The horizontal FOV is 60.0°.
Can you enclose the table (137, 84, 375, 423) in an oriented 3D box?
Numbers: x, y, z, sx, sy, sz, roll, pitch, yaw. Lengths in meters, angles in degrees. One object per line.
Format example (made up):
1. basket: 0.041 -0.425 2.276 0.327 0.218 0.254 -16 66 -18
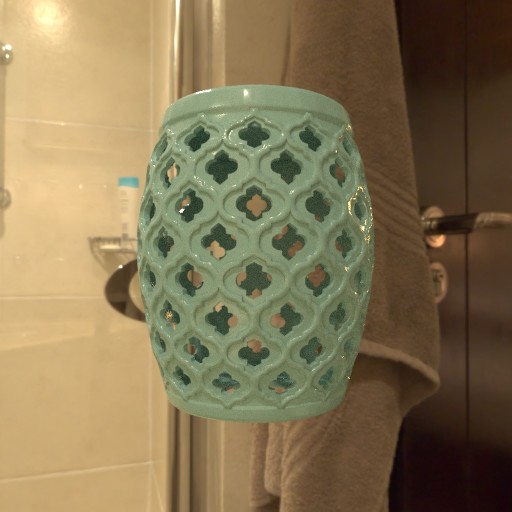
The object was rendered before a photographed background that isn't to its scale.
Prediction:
1. table: 0.000 0.000 0.627 0.325 0.388 0.325 0 -1 0
